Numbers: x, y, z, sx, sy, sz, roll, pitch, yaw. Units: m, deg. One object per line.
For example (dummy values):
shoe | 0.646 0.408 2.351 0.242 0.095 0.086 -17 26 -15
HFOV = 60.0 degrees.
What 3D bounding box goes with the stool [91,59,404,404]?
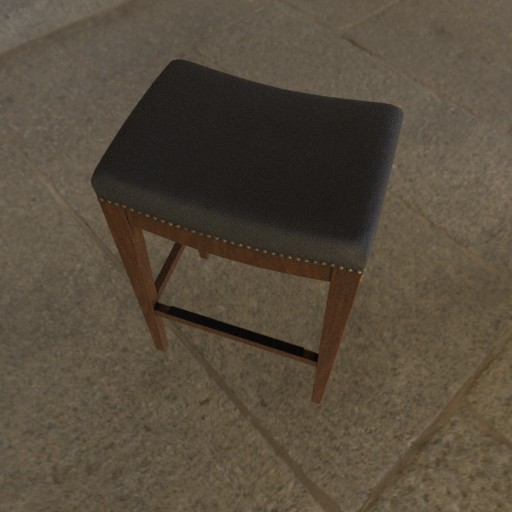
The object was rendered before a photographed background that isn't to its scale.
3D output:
stool | 0.000 0.000 1.038 0.500 0.765 0.361 16 60 10
